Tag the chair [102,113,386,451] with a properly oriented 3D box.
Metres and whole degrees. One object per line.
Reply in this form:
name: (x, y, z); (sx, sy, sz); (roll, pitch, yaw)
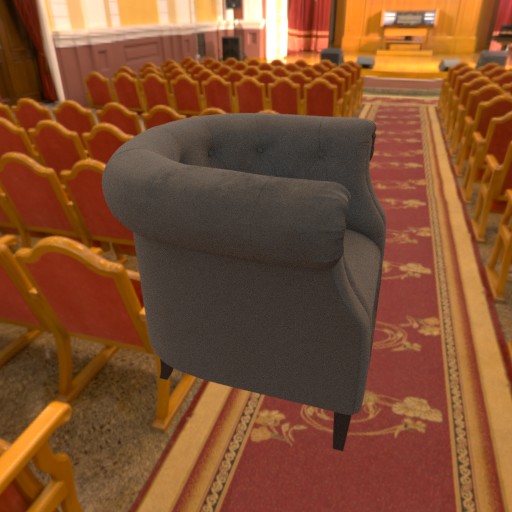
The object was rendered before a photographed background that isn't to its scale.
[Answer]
chair: (0.000, 0.000, 1.528); (0.851, 0.826, 0.904); (9, 30, 15)
